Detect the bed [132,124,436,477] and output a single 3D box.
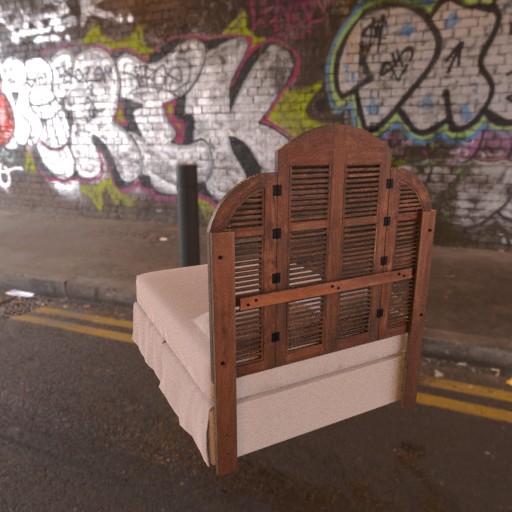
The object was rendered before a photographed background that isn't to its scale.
[{"bbox_3d":[0.000,0.000,3.633,1.713,2.019,2.138,-8,17,-26],"label":"bed"}]
